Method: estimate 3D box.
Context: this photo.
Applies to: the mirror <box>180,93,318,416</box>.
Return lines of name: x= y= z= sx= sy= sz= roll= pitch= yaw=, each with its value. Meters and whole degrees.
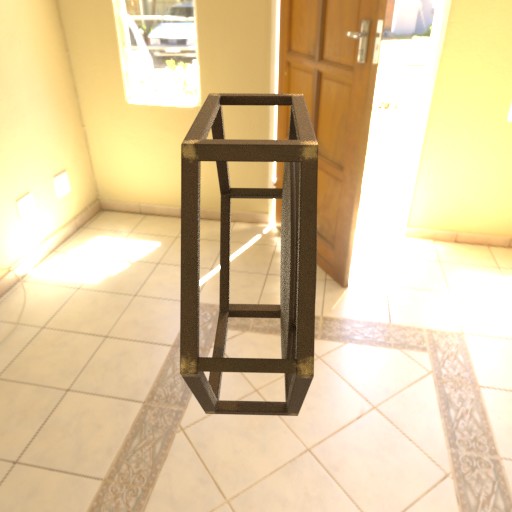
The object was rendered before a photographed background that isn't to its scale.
mirror: x=0.000 y=0.000 z=0.533 sx=0.119 sy=0.334 sz=0.380 roll=1 pitch=32 yaw=1
